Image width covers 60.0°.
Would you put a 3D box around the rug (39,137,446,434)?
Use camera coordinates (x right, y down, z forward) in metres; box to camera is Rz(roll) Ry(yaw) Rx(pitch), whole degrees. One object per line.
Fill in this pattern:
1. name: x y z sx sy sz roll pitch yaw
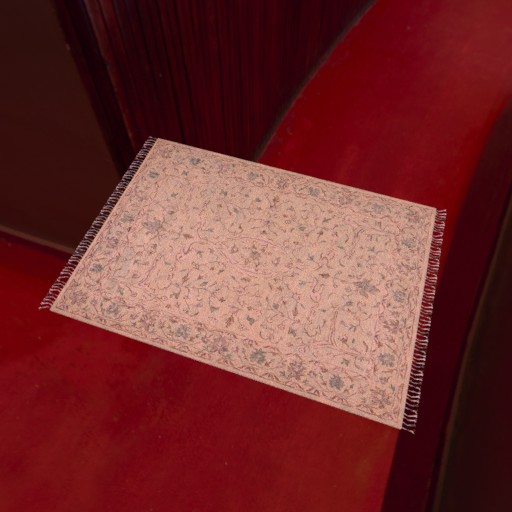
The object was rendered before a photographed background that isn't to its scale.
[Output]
1. rug: 0.000 0.000 2.289 1.802 0.008 1.247 16 60 10
